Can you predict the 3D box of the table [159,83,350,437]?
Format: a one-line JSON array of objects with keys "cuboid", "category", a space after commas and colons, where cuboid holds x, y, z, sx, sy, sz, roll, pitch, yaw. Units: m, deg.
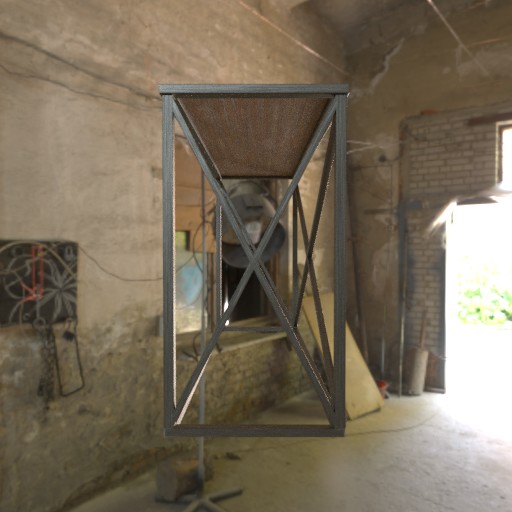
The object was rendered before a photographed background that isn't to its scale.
[{"cuboid": [0.000, 0.000, 1.548, 0.402, 0.753, 1.216, 0, 1, 0], "category": "table"}]
